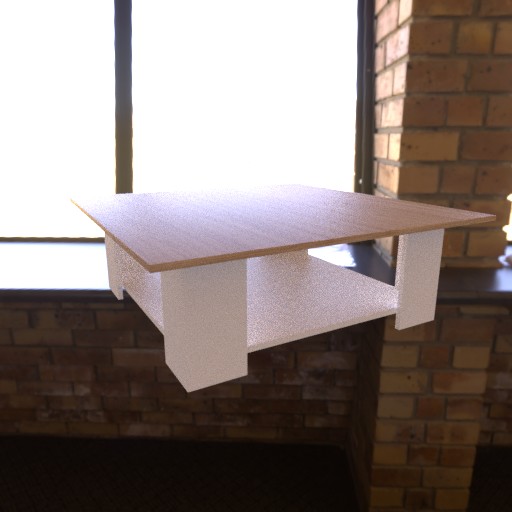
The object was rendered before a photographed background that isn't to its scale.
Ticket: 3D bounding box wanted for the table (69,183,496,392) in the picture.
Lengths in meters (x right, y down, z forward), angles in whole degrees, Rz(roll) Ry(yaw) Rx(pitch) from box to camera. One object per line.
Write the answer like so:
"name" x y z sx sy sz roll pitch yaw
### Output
"table" 0.000 0.000 1.320 0.890 0.305 0.890 -9 18 -28
